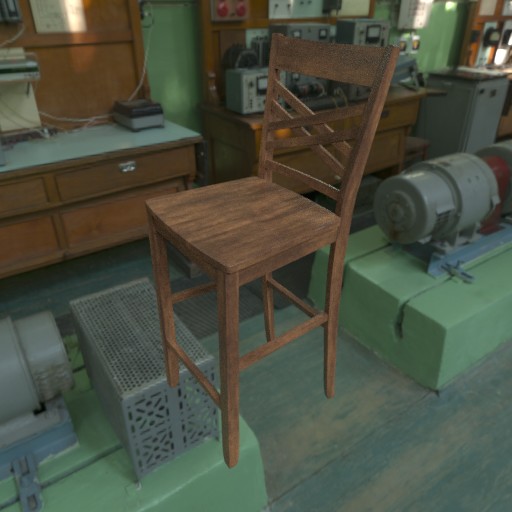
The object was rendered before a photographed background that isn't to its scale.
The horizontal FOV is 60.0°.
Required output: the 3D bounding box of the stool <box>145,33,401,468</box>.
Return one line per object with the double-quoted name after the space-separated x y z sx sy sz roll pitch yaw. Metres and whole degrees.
0.000 0.000 1.271 0.487 1.105 0.433 -20 36 -30 "stool"
